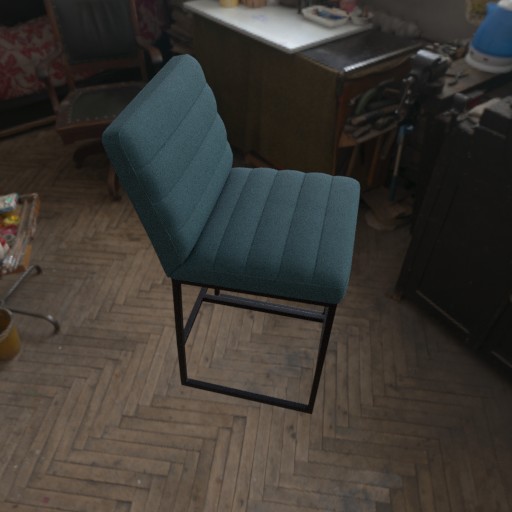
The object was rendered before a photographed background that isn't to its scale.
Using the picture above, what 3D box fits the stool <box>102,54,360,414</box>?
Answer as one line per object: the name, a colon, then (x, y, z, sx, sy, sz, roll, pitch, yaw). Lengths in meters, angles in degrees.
stool: (0.000, 0.000, 1.380, 0.560, 1.040, 0.460, 10, 46, 9)
